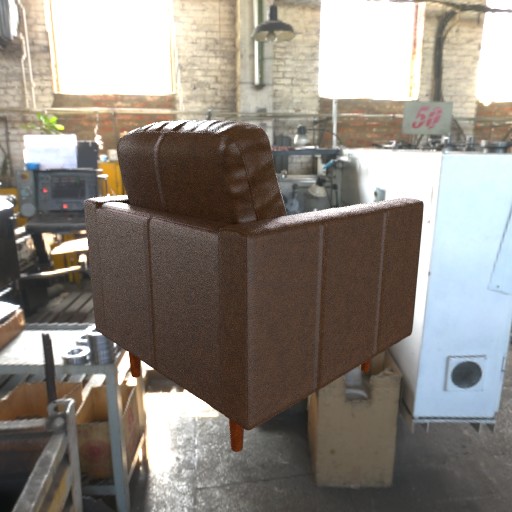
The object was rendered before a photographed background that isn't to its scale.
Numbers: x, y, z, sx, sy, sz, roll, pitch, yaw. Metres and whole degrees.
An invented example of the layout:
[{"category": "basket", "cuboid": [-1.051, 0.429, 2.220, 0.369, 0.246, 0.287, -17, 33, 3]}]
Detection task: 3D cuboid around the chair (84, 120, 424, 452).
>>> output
[{"category": "chair", "cuboid": [0.000, 0.000, 1.668, 0.909, 0.956, 0.890, -13, 19, -42]}]
